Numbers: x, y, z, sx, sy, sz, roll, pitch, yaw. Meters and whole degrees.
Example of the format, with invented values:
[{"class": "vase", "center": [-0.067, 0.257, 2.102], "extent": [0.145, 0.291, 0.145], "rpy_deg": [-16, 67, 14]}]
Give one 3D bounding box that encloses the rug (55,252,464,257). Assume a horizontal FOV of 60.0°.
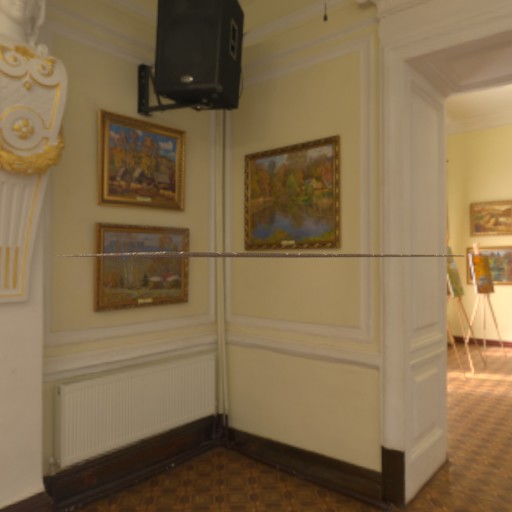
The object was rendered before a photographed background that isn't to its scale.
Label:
[{"class": "rug", "center": [0.000, 0.000, 4.234], "extent": [3.062, 0.012, 2.457], "rpy_deg": [0, -1, -37]}]
